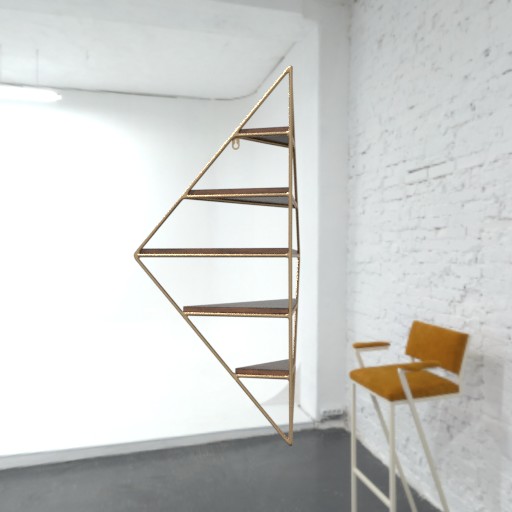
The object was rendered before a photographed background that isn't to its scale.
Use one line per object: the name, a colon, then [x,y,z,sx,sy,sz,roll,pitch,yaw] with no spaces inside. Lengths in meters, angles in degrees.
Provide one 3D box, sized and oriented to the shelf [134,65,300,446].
shelf: [0.000,0.000,1.180,0.564,0.913,0.294,0,0,-36]
